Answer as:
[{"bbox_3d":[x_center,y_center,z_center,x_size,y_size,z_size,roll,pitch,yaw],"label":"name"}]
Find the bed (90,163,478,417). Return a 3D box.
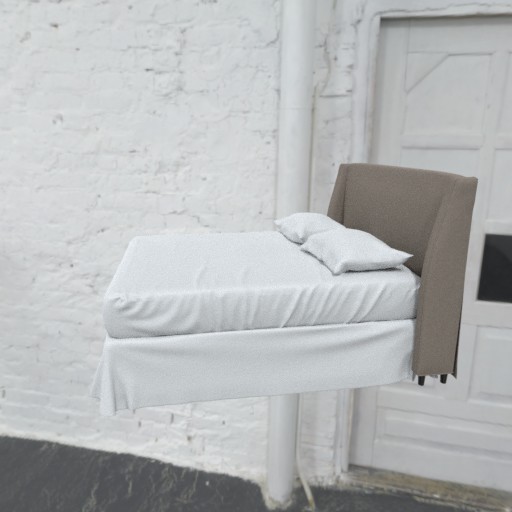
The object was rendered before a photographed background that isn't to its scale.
[{"bbox_3d":[0.000,0.000,3.392,2.276,1.332,1.925,-2,14,-9],"label":"bed"}]
